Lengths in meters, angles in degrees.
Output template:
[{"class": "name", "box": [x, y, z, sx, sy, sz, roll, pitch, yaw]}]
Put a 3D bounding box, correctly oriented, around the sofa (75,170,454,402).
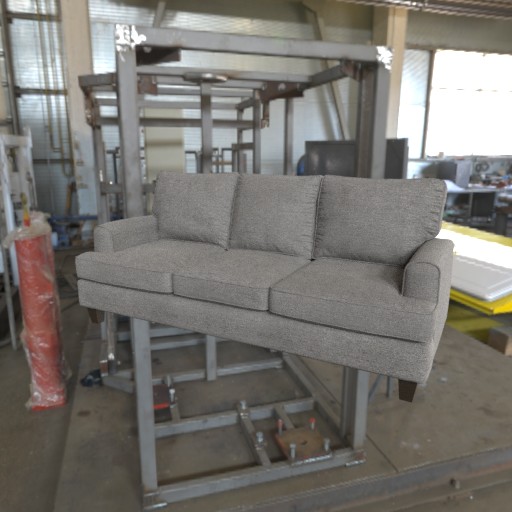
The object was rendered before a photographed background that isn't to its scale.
[{"class": "sofa", "box": [0.000, 0.000, 2.702, 2.158, 0.965, 0.951, 7, 15, 27]}]
